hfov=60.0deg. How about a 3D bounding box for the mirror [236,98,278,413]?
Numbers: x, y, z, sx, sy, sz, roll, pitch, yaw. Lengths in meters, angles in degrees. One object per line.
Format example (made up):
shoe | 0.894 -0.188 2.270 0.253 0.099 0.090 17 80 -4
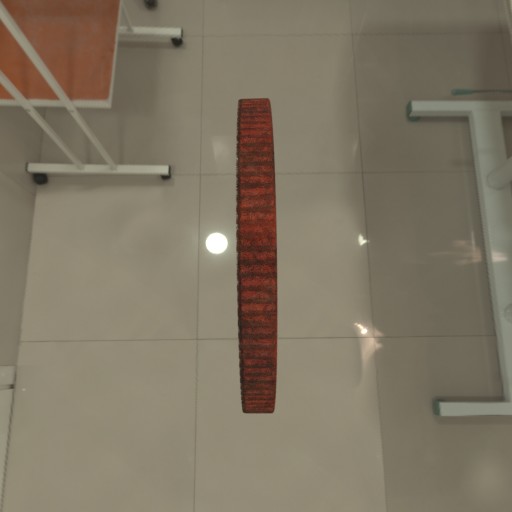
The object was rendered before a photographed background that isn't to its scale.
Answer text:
mirror | 0.000 0.000 0.909 0.056 0.609 0.609 -1 77 0
